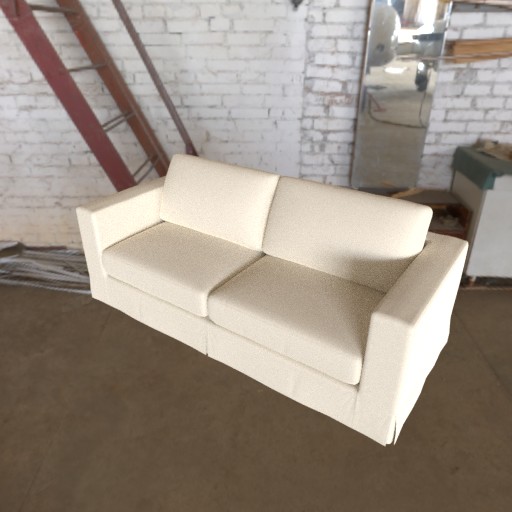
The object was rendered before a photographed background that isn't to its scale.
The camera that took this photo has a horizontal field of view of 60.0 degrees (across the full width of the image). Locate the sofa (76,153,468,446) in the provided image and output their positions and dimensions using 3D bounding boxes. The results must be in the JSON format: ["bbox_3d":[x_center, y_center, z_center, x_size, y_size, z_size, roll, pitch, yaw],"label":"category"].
[{"bbox_3d":[0.000,0.000,2.669,2.163,0.881,0.954,18,33,31],"label":"sofa"}]
